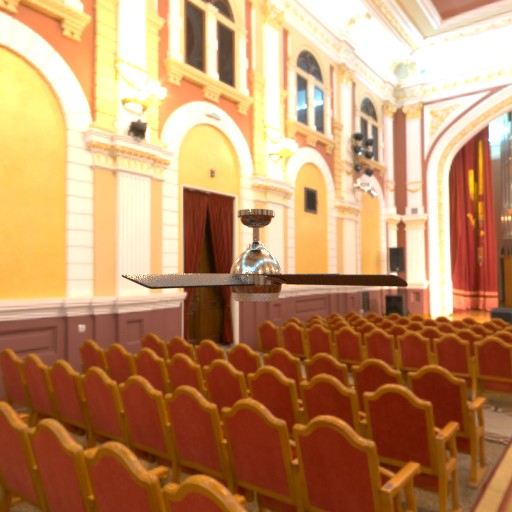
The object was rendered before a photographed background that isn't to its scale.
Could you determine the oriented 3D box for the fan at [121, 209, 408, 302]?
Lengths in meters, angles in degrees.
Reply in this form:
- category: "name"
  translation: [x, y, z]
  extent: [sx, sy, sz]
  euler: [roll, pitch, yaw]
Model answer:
- category: "fan"
  translation: [0.000, 0.000, 1.994]
  extent: [1.332, 0.403, 1.332]
  euler: [-2, -3, 38]
